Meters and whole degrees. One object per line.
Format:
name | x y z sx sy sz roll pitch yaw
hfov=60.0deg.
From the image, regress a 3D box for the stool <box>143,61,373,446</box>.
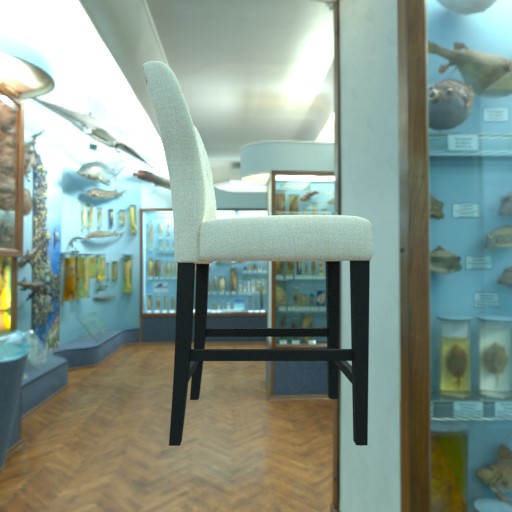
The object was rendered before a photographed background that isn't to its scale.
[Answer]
stool | 0.000 0.000 1.334 0.603 0.972 0.514 0 -1 0
